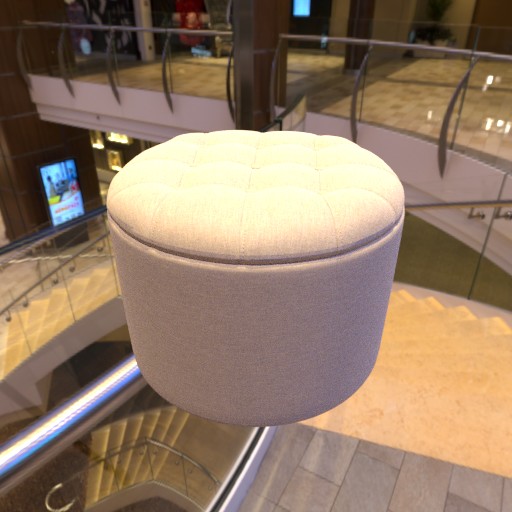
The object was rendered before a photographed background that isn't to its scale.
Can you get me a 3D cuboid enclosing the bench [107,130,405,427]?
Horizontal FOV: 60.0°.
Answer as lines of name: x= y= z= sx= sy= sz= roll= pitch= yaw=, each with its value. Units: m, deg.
bench: x=0.000 y=0.000 z=1.002 sx=0.600 sy=0.454 sz=0.600 roll=0 pitch=31 yaw=0
